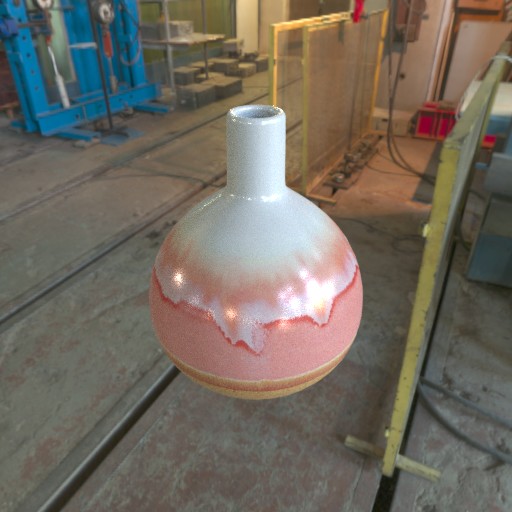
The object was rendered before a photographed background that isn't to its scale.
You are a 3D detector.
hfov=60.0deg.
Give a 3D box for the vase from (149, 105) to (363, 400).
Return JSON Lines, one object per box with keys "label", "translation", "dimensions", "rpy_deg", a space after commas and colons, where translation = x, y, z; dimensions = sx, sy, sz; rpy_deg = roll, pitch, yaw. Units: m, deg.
{"label": "vase", "translation": [0.000, 0.000, 0.275], "dimensions": [0.137, 0.176, 0.137], "rpy_deg": [0, 33, 0]}
